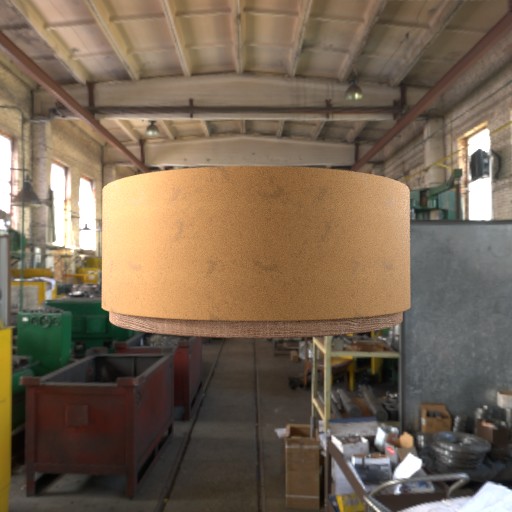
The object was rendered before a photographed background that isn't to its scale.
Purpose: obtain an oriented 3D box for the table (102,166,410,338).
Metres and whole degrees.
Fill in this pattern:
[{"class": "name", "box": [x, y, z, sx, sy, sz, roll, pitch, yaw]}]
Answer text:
[{"class": "table", "box": [0.000, 0.000, 1.524, 1.001, 0.409, 1.001, 0, -1, 0]}]
